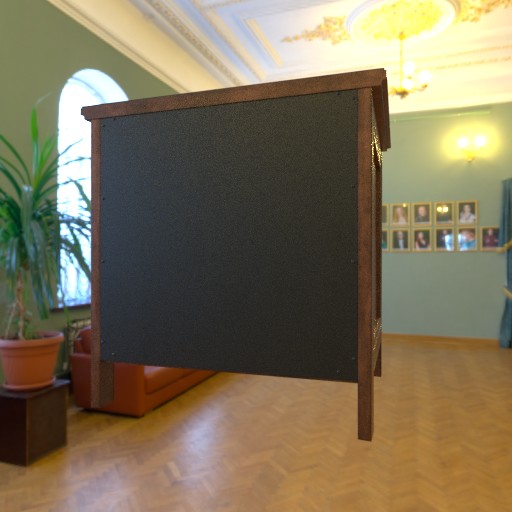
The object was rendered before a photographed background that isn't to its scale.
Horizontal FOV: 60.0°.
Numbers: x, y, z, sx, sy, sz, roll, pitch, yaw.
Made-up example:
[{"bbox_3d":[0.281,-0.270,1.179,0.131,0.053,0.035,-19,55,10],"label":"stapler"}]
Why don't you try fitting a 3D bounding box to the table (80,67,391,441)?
[{"bbox_3d":[0.000,0.000,1.009,0.586,0.597,0.461,0,-1,18],"label":"table"}]
